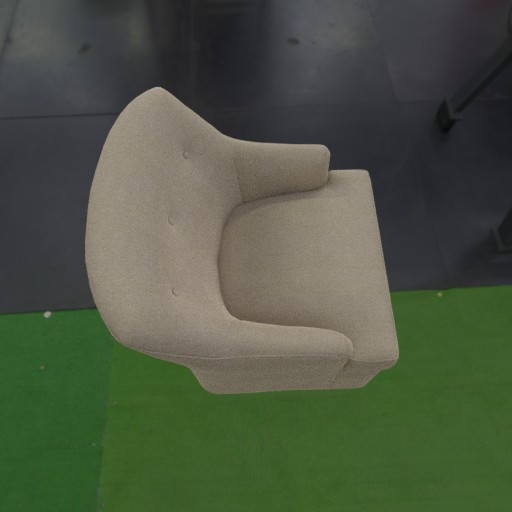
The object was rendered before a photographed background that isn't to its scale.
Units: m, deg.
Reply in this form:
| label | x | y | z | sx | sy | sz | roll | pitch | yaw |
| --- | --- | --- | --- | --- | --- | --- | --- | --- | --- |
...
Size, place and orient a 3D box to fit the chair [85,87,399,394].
| label | x | y | z | sx | sy | sz | roll | pitch | yaw |
| --- | --- | --- | --- | --- | --- | --- | --- | --- | --- |
| chair | 0.000 | 0.000 | 1.573 | 0.923 | 0.856 | 0.864 | -1 | 62 | 0 |
